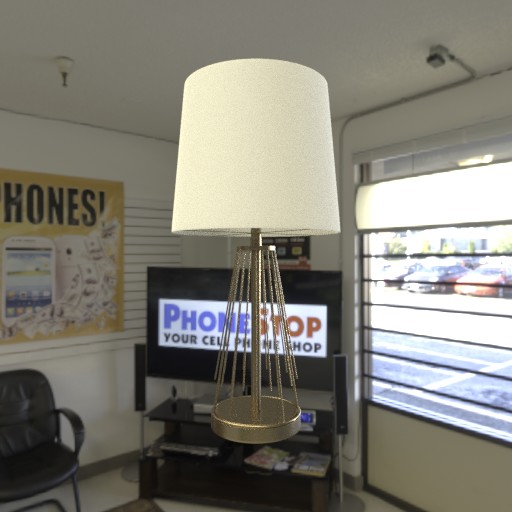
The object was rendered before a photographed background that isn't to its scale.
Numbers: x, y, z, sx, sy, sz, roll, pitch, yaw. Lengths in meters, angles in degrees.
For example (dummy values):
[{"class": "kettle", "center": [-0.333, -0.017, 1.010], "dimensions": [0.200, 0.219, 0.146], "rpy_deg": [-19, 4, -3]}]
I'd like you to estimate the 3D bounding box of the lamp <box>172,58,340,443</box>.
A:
[{"class": "lamp", "center": [0.000, 0.000, 0.810], "dimensions": [0.303, 0.618, 0.303], "rpy_deg": [0, 0, 0]}]
